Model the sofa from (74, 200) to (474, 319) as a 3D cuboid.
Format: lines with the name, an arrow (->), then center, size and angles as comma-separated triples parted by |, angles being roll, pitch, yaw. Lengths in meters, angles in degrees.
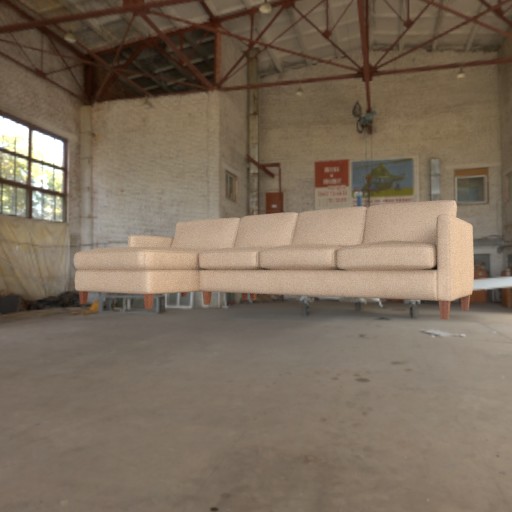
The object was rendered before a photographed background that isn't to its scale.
sofa -> 0.000, 0.000, 3.821 | 3.201, 0.876, 1.502 | -1, -2, 35
